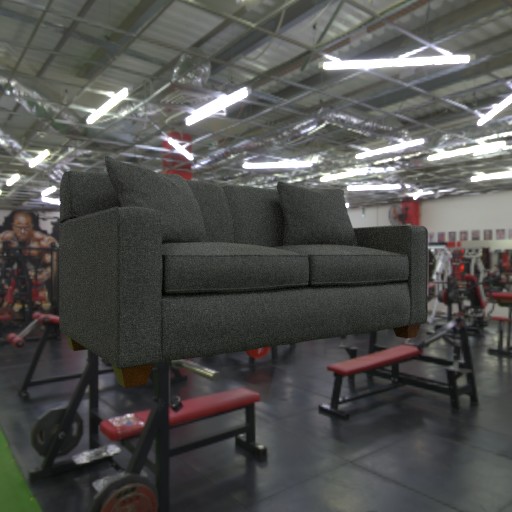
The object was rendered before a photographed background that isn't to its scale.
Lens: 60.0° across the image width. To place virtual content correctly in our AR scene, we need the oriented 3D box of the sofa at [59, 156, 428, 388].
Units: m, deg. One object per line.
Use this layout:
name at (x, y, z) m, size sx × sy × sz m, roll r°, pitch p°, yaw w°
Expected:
sofa at (0.000, 0.000, 2.447) m, size 1.846 × 0.958 × 0.998 m, roll 0°, pitch 0°, yaw -35°
